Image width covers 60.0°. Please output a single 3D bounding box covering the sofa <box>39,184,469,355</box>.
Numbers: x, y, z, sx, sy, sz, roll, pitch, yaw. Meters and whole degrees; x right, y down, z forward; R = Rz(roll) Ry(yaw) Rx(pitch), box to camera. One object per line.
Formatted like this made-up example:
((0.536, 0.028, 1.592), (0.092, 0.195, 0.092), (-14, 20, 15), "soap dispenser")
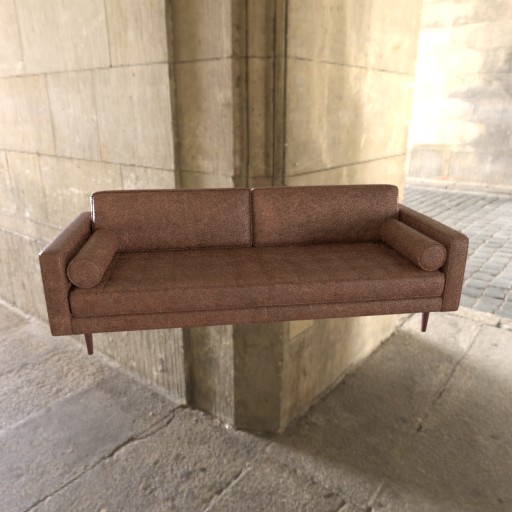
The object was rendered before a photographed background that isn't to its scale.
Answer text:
((0.000, 0.000, 2.683), (2.210, 0.762, 0.914), (-2, 19, -7), "sofa")
